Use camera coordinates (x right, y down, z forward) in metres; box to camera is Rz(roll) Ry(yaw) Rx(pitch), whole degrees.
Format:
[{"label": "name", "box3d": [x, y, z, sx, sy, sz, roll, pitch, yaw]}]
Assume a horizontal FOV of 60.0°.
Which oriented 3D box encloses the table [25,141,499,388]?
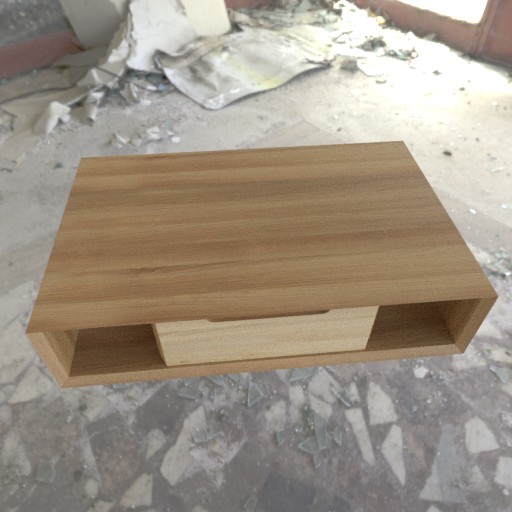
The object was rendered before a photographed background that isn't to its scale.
[{"label": "table", "box3d": [0.000, 0.000, 1.385, 1.100, 0.330, 0.700, -4, 46, -4]}]
